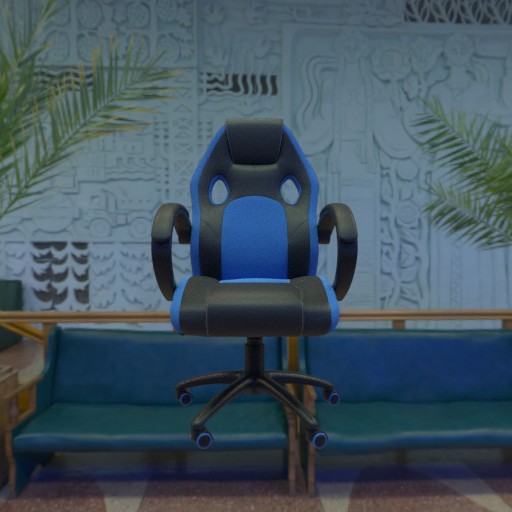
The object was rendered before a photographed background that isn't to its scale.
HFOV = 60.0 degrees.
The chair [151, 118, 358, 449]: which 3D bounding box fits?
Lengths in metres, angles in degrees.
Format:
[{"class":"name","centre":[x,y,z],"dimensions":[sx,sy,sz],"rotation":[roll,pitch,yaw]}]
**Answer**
[{"class":"chair","centre":[0.000,0.000,1.659],"dimensions":[0.673,1.187,0.724],"rotation":[0,2,0]}]
